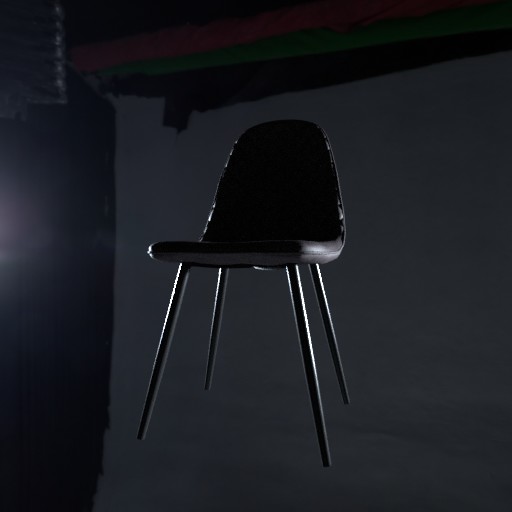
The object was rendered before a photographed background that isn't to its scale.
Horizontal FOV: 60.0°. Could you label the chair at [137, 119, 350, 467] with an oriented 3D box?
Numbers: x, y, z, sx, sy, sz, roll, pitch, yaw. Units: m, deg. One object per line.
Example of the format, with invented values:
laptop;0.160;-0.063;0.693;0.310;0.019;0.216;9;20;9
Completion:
chair;0.000;0.000;1.213;0.472;0.889;0.561;0;1;17
